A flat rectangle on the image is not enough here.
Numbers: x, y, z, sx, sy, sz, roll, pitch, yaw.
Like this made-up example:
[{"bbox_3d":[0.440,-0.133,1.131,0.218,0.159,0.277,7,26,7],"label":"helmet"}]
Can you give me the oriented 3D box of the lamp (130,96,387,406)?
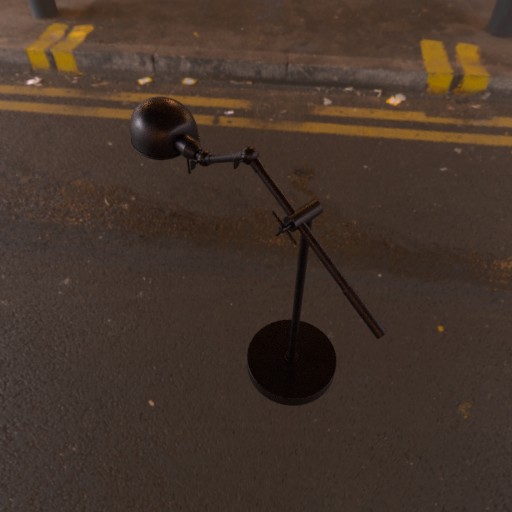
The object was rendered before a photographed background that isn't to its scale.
[{"bbox_3d":[0.000,0.000,0.811,0.185,0.495,0.567,-34,55,-27],"label":"lamp"}]
